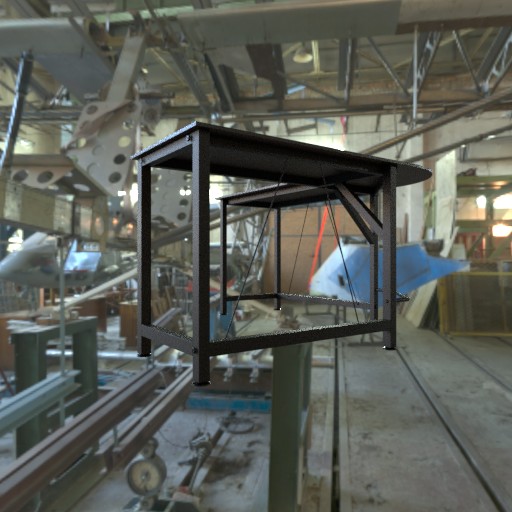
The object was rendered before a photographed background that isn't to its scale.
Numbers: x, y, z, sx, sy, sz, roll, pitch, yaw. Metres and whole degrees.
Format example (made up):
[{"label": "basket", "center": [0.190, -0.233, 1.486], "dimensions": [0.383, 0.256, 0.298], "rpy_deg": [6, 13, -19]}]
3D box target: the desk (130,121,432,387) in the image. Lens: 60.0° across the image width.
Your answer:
[{"label": "desk", "center": [0.000, 0.000, 2.231], "dimensions": [1.400, 0.762, 1.400], "rpy_deg": [0, 0, -35]}]
